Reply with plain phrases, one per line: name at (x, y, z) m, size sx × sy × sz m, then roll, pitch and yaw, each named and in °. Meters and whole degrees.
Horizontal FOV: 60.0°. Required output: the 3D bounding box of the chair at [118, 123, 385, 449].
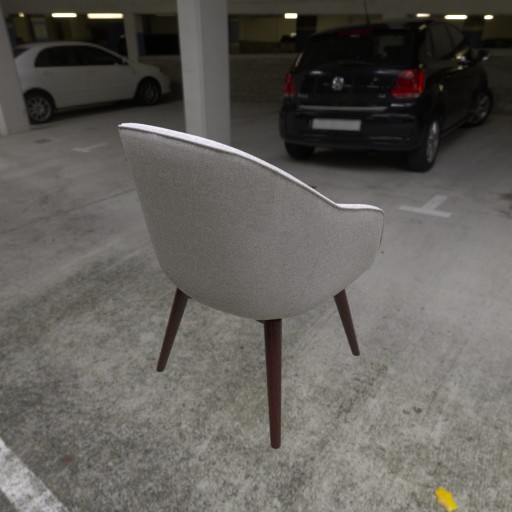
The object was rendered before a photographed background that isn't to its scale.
chair at (0.000, 0.000, 1.261) m, size 0.596 × 0.823 × 0.635 m, roll 21°, pitch 35°, yaw 33°
